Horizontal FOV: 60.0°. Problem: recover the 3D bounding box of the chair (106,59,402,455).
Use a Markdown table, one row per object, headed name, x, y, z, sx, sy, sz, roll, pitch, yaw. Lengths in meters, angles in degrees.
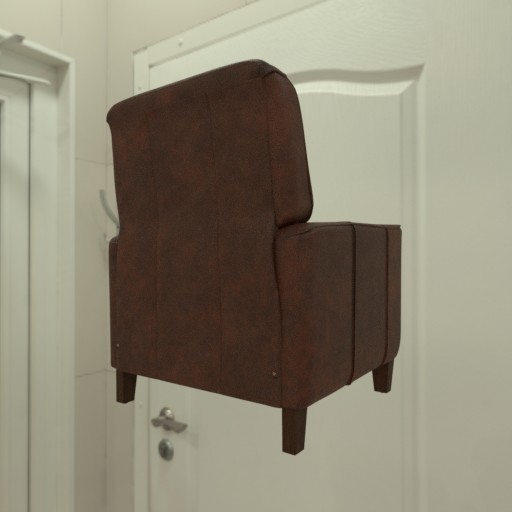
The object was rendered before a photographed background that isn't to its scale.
| name | x | y | z | sx | sy | sz | roll | pitch | yaw |
| --- | --- | --- | --- | --- | --- | --- | --- | --- | --- |
| chair | 0.000 | 0.000 | 1.628 | 0.843 | 1.043 | 0.836 | 0 | -1 | 36 |
